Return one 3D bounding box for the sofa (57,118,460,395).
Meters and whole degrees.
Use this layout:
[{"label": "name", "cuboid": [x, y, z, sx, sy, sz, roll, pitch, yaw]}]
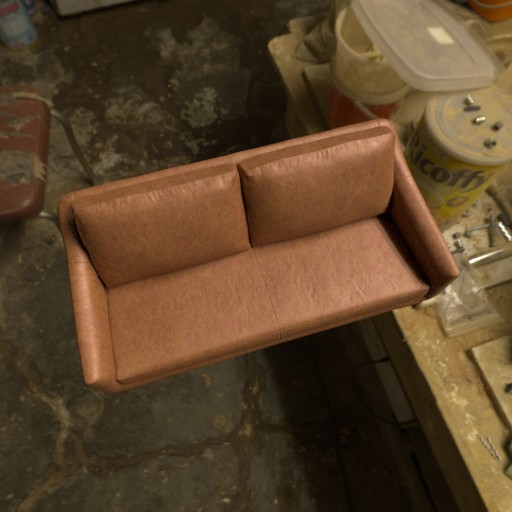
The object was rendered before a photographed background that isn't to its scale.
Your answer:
[{"label": "sofa", "cuboid": [0.000, 0.000, 2.568, 2.036, 0.945, 0.981, -15, 66, -7]}]
